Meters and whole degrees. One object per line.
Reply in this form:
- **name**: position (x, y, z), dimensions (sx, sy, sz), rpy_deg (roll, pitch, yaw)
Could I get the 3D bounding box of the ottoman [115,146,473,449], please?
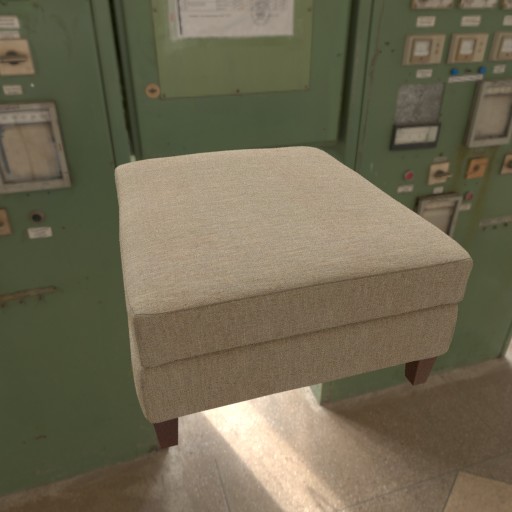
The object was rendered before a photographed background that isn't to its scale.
- **ottoman**: position (0.000, 0.000, 1.448), dimensions (0.836, 0.492, 0.976), rpy_deg (-9, 31, -15)
